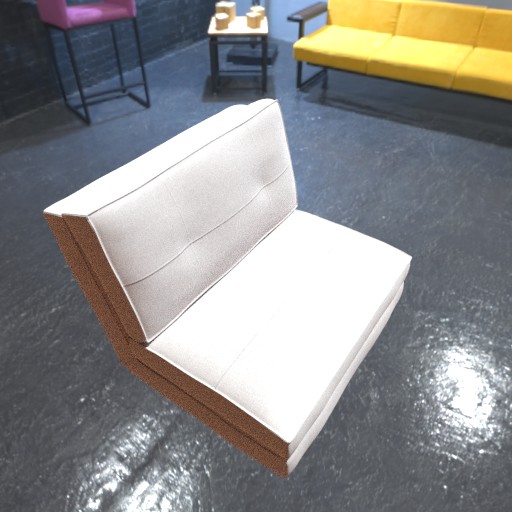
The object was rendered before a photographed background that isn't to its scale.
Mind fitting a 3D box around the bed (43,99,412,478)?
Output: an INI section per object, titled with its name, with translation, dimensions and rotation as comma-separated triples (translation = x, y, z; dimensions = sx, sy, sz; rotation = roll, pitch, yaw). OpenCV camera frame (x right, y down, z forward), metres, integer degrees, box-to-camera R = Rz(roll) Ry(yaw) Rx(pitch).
[bed]
translation = 0.000, 0.000, 1.313
dimensions = 0.749, 0.614, 0.799
rotation = 25, 47, 25
